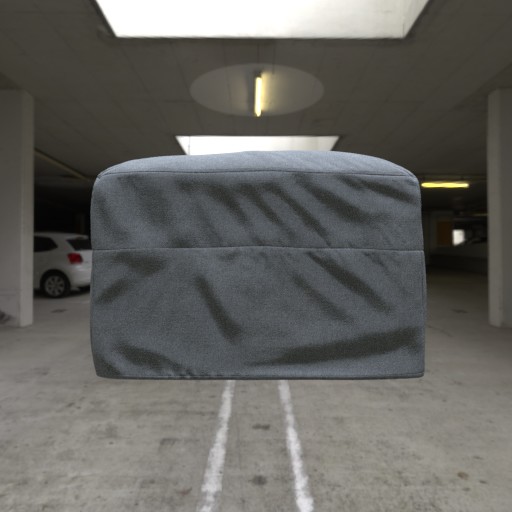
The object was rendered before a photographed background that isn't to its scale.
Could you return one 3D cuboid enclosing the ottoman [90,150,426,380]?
[{"bbox_3d":[0.000,0.000,1.244,0.683,0.481,0.837,0,-1,0],"label":"ottoman"}]
